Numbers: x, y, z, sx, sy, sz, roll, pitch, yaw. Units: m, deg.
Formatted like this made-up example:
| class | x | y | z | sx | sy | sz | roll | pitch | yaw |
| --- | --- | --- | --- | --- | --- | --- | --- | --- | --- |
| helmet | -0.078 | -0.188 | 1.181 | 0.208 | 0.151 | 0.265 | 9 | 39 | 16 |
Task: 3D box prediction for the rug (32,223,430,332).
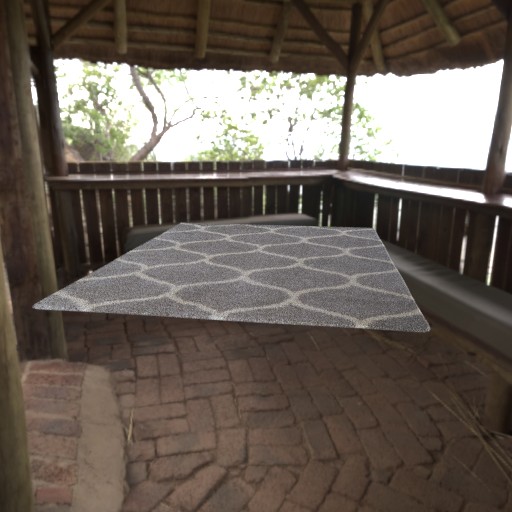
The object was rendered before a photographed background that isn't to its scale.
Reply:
| class | x | y | z | sx | sy | sz | roll | pitch | yaw |
| --- | --- | --- | --- | --- | --- | --- | --- | --- | --- |
| rug | 0.000 | 0.000 | 4.025 | 2.399 | 0.026 | 3.000 | 2 | 15 | 8 |
